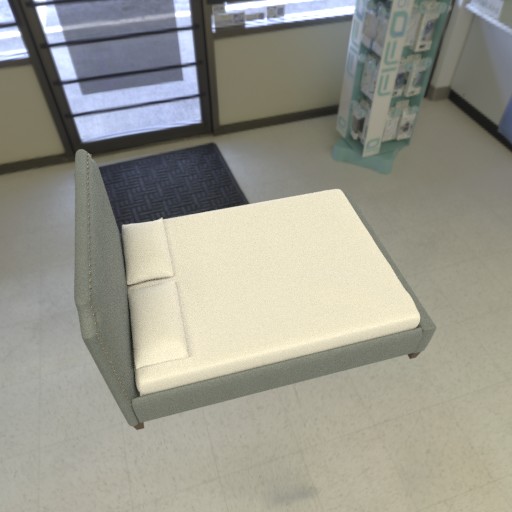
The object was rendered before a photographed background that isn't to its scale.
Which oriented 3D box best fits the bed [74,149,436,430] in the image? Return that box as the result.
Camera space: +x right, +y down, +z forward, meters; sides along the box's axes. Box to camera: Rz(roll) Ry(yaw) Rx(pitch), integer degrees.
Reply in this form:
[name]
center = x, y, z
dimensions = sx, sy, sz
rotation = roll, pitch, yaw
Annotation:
[bed]
center = 0.000, 0.000, 3.467
dimensions = 2.372, 1.443, 1.712
rotation = -11, 48, -10
